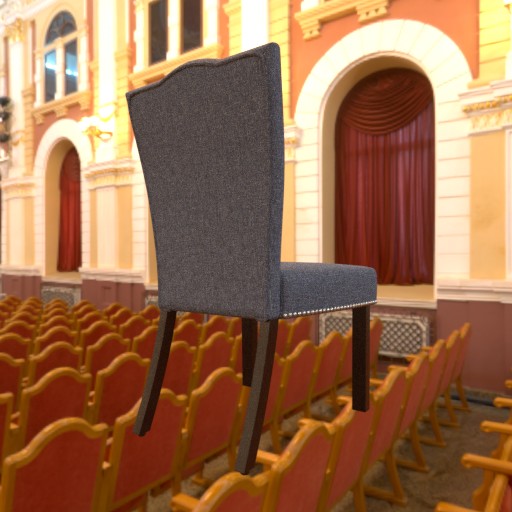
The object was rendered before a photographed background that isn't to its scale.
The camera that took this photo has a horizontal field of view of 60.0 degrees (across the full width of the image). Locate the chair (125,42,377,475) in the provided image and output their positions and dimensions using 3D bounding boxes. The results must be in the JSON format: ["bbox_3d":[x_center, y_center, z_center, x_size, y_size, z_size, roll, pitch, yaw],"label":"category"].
[{"bbox_3d":[0.000,0.000,1.287,0.518,0.946,0.589,0,0,36],"label":"chair"}]
